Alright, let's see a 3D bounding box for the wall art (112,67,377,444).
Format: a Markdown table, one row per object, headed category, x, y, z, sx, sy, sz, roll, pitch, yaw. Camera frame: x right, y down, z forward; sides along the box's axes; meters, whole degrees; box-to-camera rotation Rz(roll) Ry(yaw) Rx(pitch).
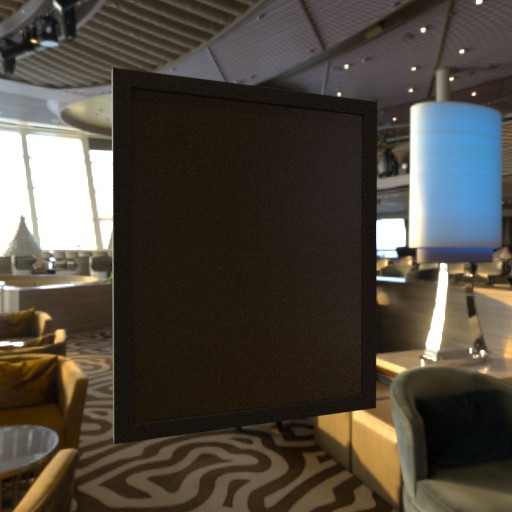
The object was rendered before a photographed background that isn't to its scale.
| category | x | y | z | sx | sy | sz | roll | pitch | yaw |
| --- | --- | --- | --- | --- | --- | --- | --- | --- | --- |
| wall art | 0.000 | 0.000 | 0.742 | 0.457 | 0.558 | 0.028 | 0 | 1 | -19 |
